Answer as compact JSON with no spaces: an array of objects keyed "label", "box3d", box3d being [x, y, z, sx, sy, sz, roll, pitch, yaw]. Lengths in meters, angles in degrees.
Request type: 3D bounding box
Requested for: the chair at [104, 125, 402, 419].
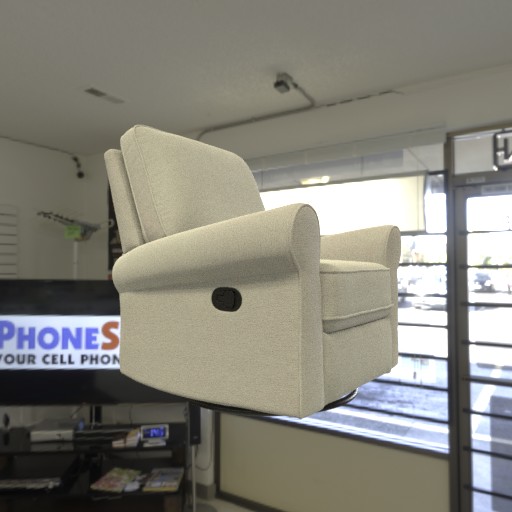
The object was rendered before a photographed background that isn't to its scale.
[{"label":"chair","box3d":[0.000,0.000,1.659,0.878,0.960,0.890,-1,-2,35]}]
